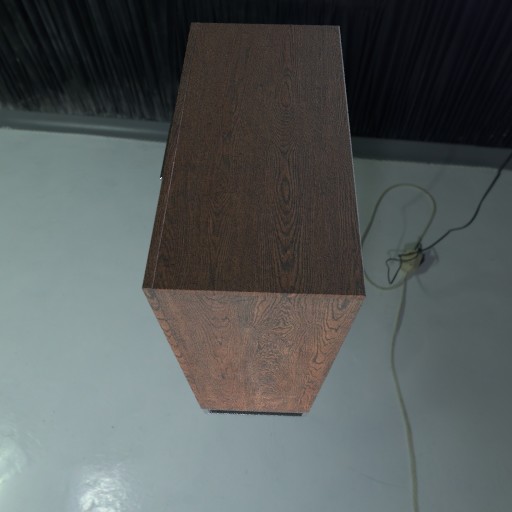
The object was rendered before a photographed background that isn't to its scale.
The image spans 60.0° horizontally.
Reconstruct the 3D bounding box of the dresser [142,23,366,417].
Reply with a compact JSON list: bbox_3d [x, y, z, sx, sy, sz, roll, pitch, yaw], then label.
[{"bbox_3d":[0.000,0.000,1.758,0.508,1.321,0.965,2,59,1],"label":"dresser"}]
